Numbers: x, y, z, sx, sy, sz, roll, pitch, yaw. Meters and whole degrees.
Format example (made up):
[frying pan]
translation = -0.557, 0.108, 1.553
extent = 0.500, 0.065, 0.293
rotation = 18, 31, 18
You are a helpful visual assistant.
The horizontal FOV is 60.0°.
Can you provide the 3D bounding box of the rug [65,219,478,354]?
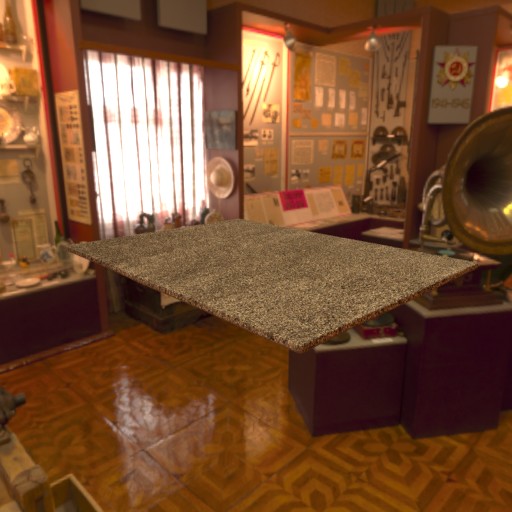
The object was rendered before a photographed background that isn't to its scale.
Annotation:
[rug]
translation = 0.000, 0.000, 2.122
extent = 1.198, 0.025, 1.601
rotation = -13, 20, -42
